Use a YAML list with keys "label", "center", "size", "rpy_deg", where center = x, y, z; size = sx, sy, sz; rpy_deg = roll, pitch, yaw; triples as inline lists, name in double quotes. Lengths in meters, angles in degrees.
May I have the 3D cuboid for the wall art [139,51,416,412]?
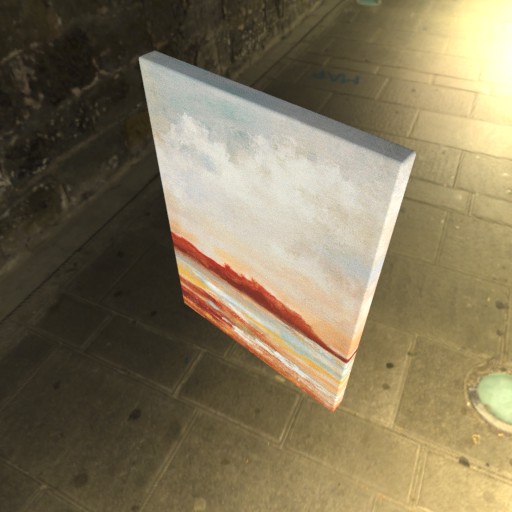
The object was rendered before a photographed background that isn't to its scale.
- label: "wall art"
  center: [0.000, 0.000, 0.801]
  size: [0.443, 0.605, 0.035]
  rpy_deg: [31, 54, 27]
